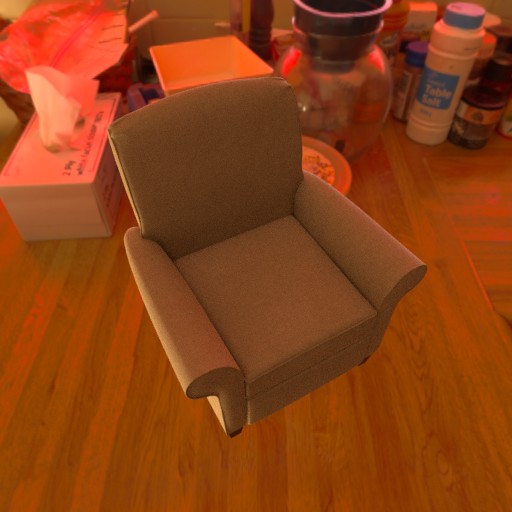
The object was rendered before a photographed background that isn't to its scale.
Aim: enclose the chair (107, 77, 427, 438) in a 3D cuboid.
[{"bbox_3d":[0.000,0.000,1.786,0.978,1.061,0.905,-23,51,-20],"label":"chair"}]
